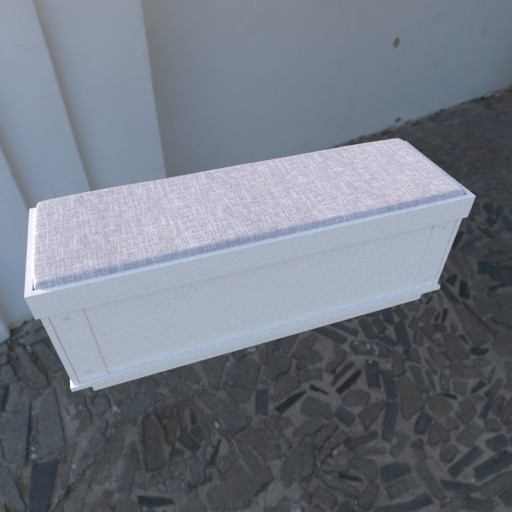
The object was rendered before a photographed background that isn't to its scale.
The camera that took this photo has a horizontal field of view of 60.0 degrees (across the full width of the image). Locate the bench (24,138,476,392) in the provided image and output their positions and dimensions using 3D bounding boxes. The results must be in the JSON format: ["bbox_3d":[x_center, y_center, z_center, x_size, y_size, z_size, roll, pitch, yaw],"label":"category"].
[{"bbox_3d":[0.000,0.000,1.378,1.196,0.453,0.363,-13,43,-14],"label":"bench"}]
